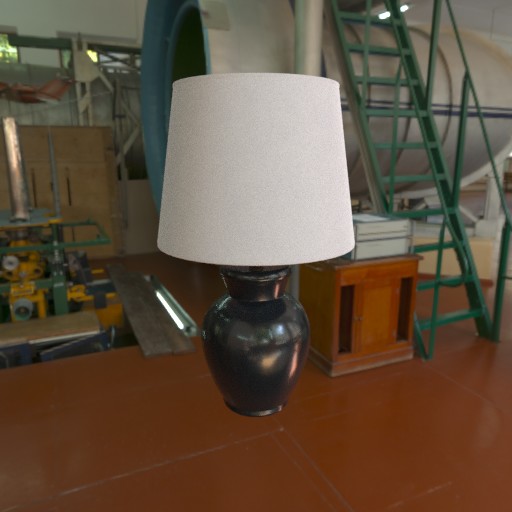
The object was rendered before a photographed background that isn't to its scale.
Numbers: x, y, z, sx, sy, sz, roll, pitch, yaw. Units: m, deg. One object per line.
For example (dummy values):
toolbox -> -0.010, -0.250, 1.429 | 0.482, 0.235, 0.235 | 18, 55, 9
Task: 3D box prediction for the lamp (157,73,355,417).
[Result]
lamp -> 0.000, 0.000, 0.554 | 0.239, 0.399, 0.239 | 0, 14, 0
